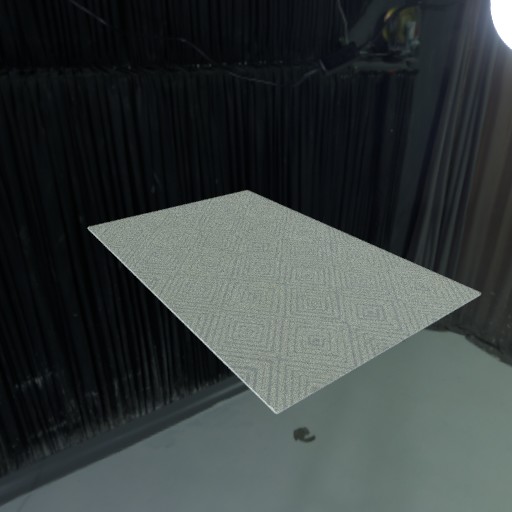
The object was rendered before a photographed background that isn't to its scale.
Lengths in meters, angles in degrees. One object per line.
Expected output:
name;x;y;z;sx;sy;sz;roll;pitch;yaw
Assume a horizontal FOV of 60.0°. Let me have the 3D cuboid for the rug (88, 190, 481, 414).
rug;0.000;0.000;2.252;1.143;0.008;1.753;-18;32;-32
